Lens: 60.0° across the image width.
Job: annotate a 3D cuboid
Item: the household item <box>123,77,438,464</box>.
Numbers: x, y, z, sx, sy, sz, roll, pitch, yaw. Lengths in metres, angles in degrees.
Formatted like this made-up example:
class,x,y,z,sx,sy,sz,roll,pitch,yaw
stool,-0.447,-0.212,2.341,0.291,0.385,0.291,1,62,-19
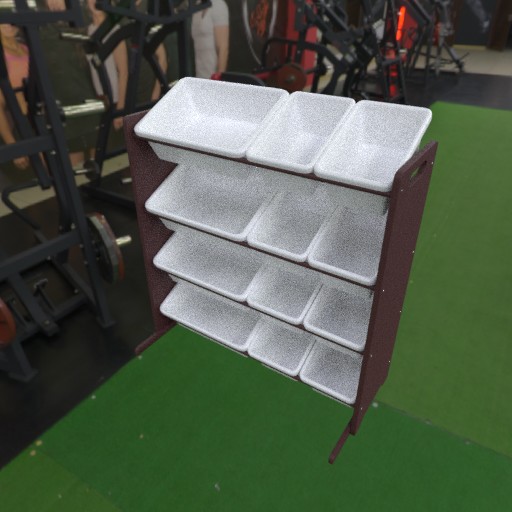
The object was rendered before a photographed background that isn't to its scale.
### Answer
class,x,y,z,sx,sy,sz,roll,pitch,yaw
household item,0.000,0.000,1.283,0.787,0.864,0.389,19,36,28
